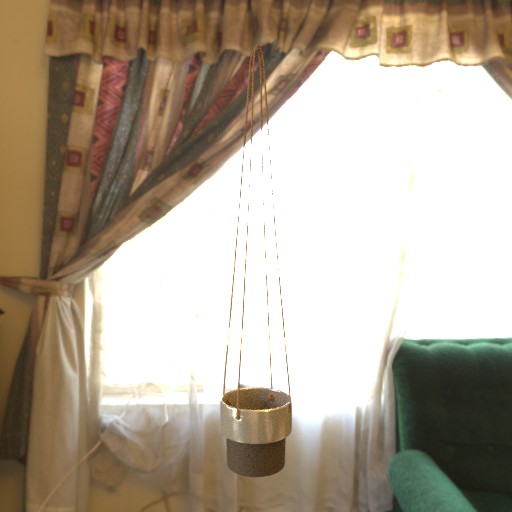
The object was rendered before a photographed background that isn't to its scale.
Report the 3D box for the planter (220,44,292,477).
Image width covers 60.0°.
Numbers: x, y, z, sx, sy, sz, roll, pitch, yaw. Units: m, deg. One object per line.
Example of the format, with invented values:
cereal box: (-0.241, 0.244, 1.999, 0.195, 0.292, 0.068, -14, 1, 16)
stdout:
planter: (0.000, 0.000, 1.146, 0.187, 1.073, 0.187, 0, 0, -18)
